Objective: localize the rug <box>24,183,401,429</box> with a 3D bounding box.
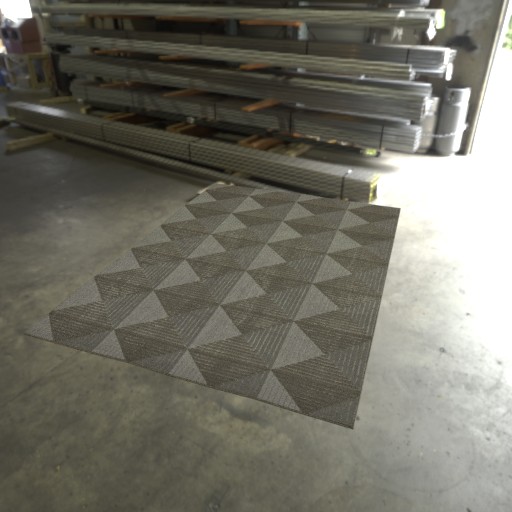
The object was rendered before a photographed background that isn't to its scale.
[{"bbox_3d":[0.000,0.000,4.254,2.428,0.027,3.333,10,31,18],"label":"rug"}]
